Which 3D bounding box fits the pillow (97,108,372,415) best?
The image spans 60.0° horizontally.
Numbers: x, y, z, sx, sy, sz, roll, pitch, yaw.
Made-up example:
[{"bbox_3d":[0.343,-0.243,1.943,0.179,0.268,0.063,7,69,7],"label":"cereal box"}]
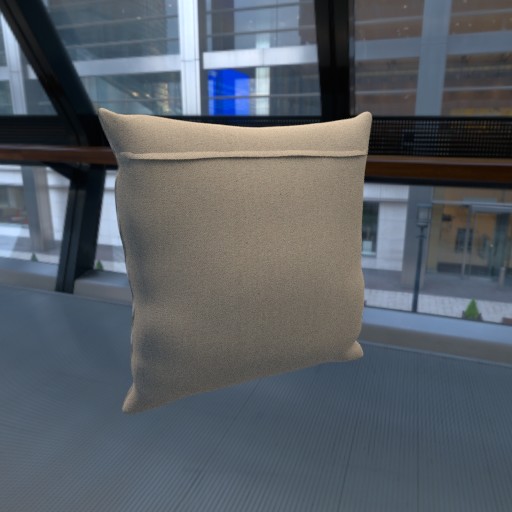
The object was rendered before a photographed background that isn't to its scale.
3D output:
[{"bbox_3d":[0.000,0.000,0.694,0.440,0.441,0.182,-7,16,-25],"label":"pillow"}]
